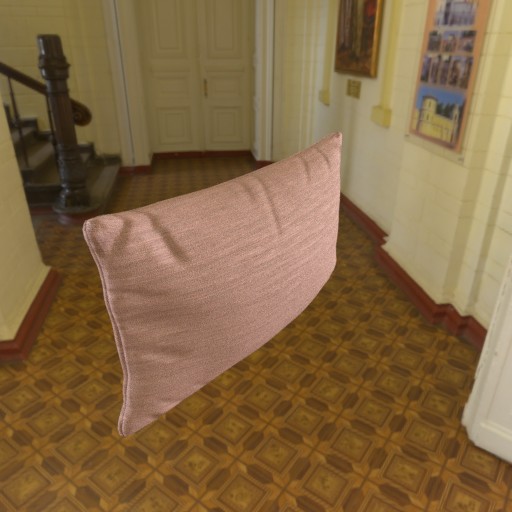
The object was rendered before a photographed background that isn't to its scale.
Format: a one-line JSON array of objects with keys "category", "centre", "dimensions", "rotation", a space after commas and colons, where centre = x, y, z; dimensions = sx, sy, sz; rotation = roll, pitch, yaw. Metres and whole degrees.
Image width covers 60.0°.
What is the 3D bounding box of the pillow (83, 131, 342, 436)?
[{"category": "pillow", "centre": [0.000, 0.000, 0.788], "dimensions": [0.210, 0.338, 0.633], "rotation": [18, 32, 31]}]
